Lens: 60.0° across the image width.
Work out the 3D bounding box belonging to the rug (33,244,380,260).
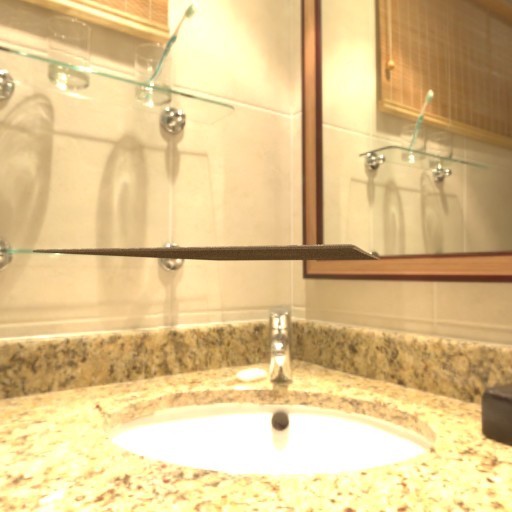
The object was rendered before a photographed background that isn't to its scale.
[{"bbox_3d":[0.000,0.000,3.570,1.819,0.018,2.746,-1,-2,18],"label":"rug"}]
